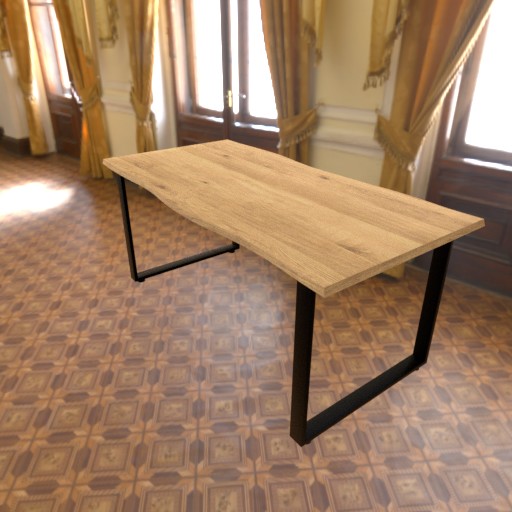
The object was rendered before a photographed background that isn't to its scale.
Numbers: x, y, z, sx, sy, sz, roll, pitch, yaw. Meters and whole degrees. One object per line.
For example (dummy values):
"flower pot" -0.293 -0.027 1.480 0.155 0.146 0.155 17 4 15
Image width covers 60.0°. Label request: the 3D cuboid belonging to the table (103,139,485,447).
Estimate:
"table" 0.000 0.000 2.306 0.900 0.780 1.800 -19 32 -32
